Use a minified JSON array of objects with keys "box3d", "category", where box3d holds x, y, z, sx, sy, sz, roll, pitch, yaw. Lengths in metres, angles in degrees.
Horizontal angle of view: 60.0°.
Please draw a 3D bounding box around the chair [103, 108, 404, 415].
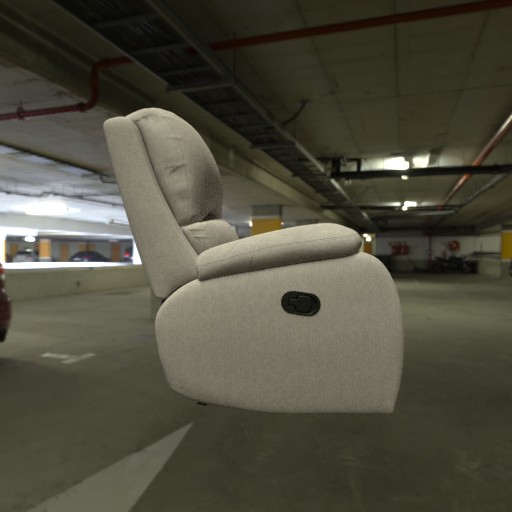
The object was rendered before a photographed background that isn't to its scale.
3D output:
[{"box3d":[0.000,0.000,1.723,0.899,1.011,0.930,0,0,0],"category":"chair"}]
